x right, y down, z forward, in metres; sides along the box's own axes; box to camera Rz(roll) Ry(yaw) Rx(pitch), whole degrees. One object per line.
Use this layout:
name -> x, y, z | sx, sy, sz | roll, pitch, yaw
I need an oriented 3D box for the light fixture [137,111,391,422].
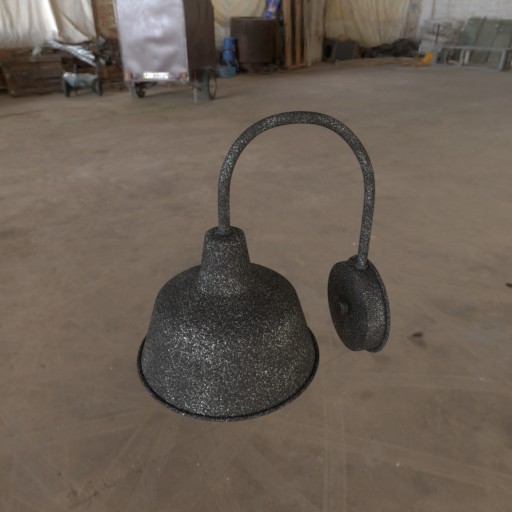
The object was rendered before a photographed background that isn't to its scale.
light fixture -> 0.000, 0.000, 0.481 | 0.283, 0.300, 0.216 | -8, 30, -14
